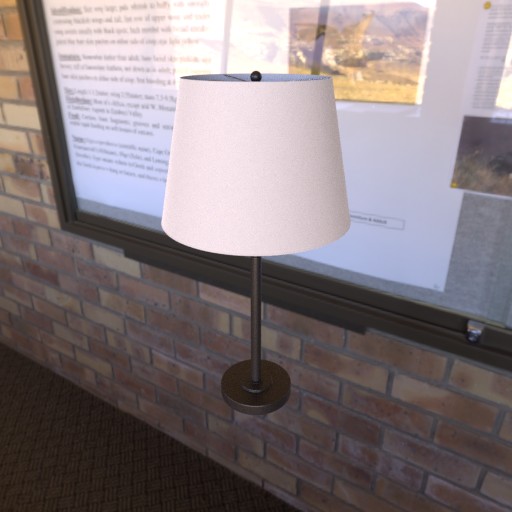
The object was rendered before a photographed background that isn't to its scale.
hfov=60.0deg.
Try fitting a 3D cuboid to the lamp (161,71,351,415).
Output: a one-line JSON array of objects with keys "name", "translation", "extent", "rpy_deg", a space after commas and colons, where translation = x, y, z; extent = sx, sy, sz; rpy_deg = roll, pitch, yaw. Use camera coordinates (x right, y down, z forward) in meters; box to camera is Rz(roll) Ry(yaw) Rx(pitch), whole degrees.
[{"name": "lamp", "translation": [0.000, 0.000, 0.901], "extent": [0.363, 0.696, 0.363], "rpy_deg": [0, 25, 0]}]
